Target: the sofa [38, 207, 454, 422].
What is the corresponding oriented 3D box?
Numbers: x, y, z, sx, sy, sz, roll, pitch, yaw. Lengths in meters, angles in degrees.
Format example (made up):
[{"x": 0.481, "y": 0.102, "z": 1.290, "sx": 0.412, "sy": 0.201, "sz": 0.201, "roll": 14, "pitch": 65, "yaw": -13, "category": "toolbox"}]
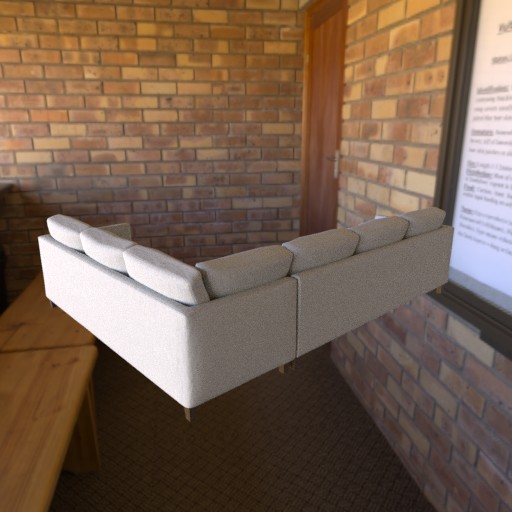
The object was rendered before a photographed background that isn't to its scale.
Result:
[{"x": 0.000, "y": 0.000, "z": 4.412, "sx": 3.333, "sy": 0.934, "sz": 2.522, "roll": -14, "pitch": 22, "yaw": -40, "category": "sofa"}]
